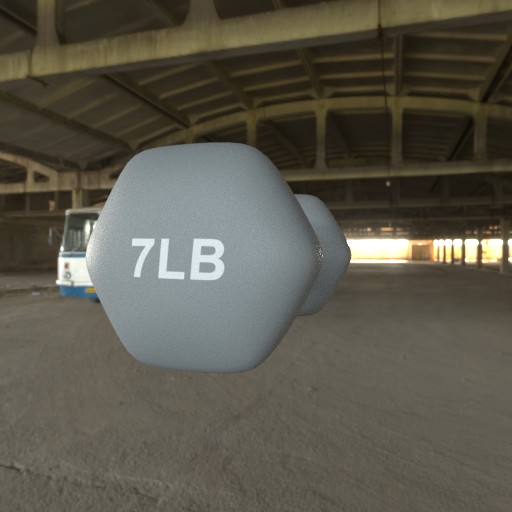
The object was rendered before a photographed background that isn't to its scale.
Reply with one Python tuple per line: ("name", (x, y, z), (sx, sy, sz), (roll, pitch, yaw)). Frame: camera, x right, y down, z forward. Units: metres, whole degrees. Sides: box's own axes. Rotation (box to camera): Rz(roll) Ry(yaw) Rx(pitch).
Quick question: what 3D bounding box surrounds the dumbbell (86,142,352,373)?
("dumbbell", (0.000, 0.000, 0.232), (0.090, 0.081, 0.184), (0, 1, 17))
